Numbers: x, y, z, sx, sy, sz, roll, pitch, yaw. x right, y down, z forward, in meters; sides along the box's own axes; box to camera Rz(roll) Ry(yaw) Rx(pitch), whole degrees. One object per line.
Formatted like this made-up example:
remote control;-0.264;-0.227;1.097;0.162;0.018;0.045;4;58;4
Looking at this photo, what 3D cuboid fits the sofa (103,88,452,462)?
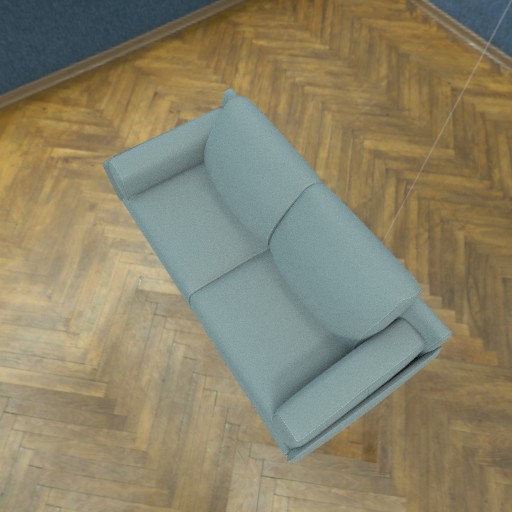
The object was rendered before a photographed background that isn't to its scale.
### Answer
sofa;0.000;0.000;2.644;0.969;0.900;2.100;-31;67;-15
